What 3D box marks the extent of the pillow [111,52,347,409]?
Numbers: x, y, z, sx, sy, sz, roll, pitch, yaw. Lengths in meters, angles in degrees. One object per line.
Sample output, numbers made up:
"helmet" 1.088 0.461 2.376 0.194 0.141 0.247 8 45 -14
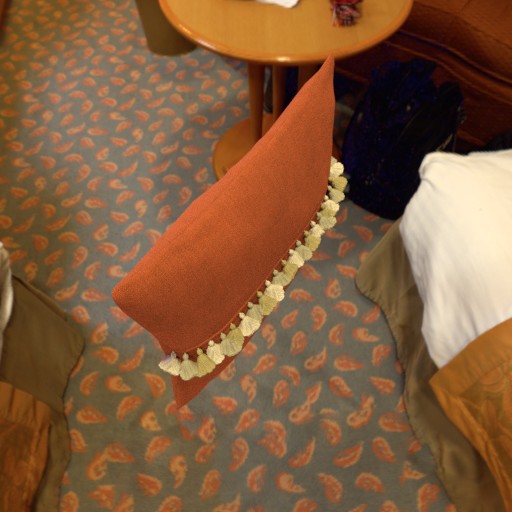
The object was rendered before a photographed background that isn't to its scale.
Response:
"pillow" 0.000 0.000 0.739 0.165 0.482 0.490 29 63 17
